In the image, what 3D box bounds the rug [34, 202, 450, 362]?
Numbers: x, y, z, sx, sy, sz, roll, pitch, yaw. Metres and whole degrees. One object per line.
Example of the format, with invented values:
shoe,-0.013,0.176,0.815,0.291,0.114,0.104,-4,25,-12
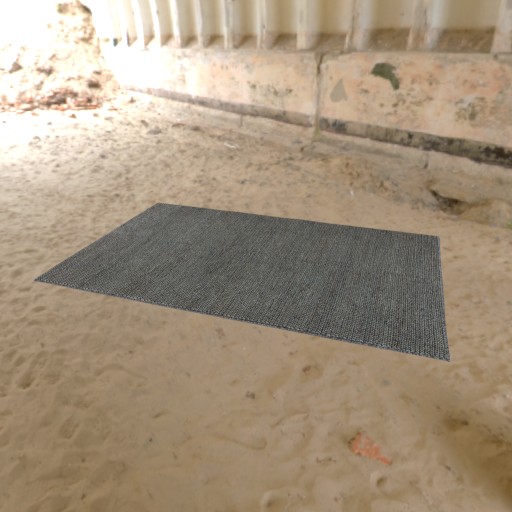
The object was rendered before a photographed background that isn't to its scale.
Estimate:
rug,0.000,0.000,3.082,2.443,0.021,1.538,8,27,17
